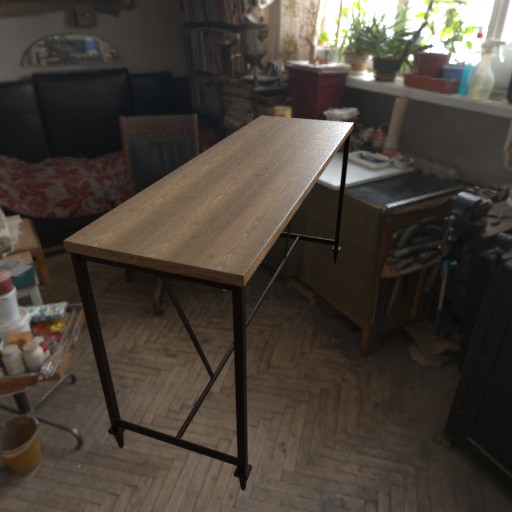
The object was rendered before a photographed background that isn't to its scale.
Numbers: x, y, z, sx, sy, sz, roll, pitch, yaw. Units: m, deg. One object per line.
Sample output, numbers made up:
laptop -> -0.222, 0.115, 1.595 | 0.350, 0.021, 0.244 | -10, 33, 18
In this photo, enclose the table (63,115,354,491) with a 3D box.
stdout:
table -> 0.000, 0.000, 2.080 | 0.551, 0.902, 1.700 | 10, 31, 17
